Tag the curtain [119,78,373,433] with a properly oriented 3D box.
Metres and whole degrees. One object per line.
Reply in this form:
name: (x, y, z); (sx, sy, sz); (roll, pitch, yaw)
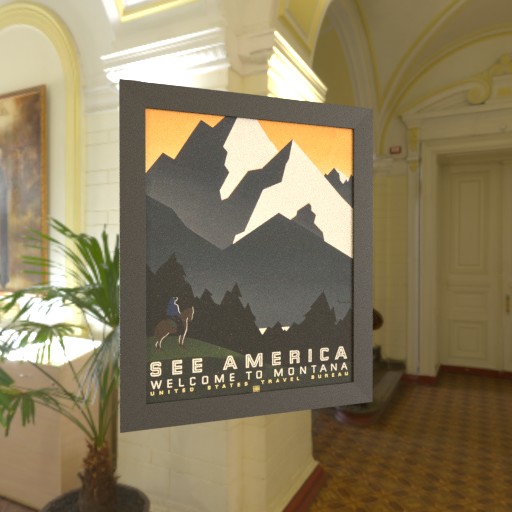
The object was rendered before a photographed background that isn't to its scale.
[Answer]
curtain: (0.000, 0.000, 0.821); (0.483, 0.585, 0.027); (0, 0, -19)
